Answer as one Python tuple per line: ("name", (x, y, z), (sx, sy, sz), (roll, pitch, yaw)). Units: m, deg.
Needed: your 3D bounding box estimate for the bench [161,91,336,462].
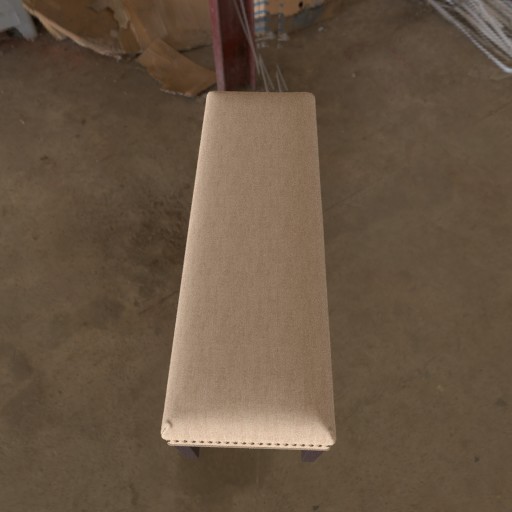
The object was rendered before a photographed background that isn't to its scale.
("bench", (0.000, 0.000, 1.488), (0.410, 0.457, 1.219), (1, 58, 1))
